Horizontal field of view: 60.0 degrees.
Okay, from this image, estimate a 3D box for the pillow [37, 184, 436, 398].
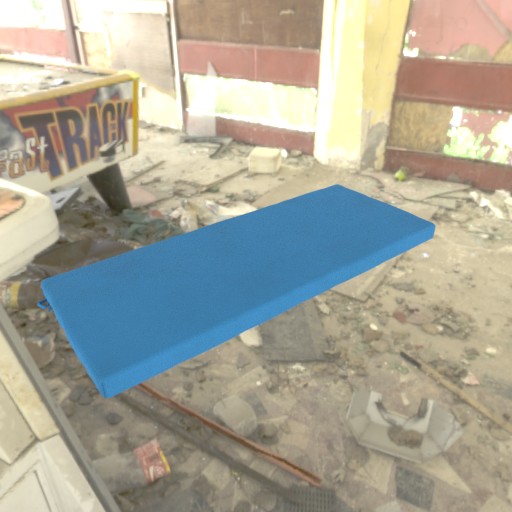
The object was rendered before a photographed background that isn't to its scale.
[{"bbox_3d":[0.000,0.000,1.352,1.187,0.081,0.492,-21,37,-31],"label":"pillow"}]
